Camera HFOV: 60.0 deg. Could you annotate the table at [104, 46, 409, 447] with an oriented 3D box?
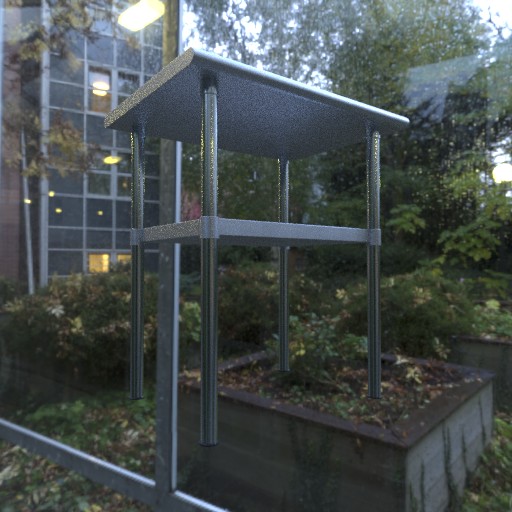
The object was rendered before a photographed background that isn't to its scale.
[{"bbox_3d":[0.000,0.000,1.384,0.762,0.876,0.584,1,-1,-37],"label":"table"}]
